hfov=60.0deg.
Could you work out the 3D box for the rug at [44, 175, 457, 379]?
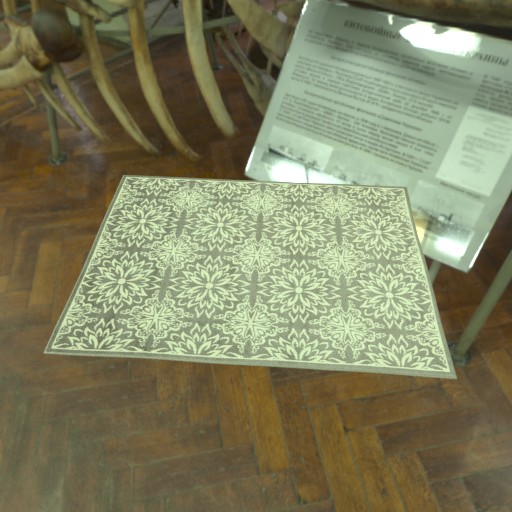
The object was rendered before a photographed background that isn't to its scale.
[{"bbox_3d":[0.000,0.000,2.911,2.213,0.014,1.608,3,47,3],"label":"rug"}]
